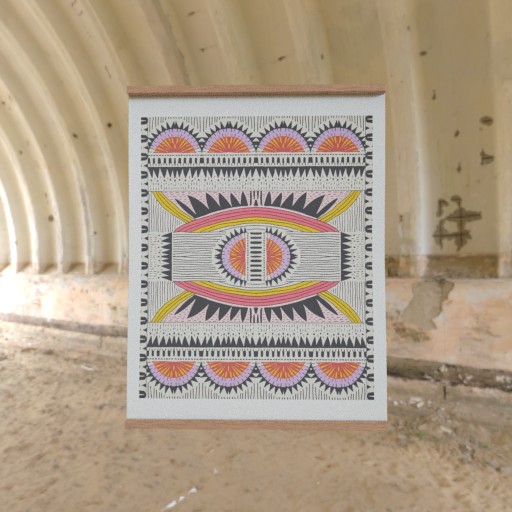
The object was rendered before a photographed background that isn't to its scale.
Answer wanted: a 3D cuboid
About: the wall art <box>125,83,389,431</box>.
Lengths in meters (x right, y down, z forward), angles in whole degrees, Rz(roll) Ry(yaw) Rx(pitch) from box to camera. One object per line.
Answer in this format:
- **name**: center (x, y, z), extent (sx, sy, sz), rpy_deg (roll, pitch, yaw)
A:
- **wall art**: center (0.000, 0.000, 0.691), extent (0.403, 0.527, 0.028), rpy_deg (0, -1, 1)
